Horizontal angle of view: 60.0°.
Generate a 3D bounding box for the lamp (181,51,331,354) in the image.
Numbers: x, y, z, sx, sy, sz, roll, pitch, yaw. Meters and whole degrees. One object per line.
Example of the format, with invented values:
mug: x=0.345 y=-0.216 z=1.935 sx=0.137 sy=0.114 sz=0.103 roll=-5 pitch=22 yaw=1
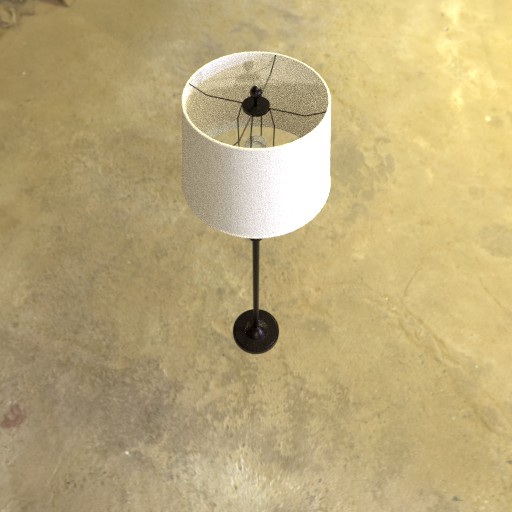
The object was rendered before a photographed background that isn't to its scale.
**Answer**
lamp: x=0.000 y=0.000 z=1.657 sx=0.431 sy=1.484 sz=0.431 roll=0 pitch=58 yaw=0
